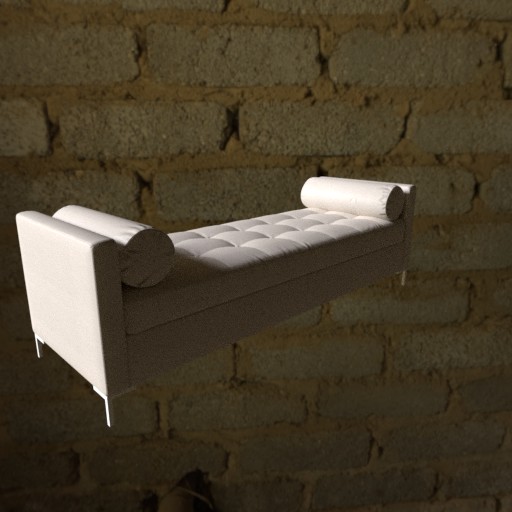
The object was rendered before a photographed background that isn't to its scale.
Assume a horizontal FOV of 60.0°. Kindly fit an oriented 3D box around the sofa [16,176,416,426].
[{"bbox_3d":[0.000,0.000,2.246,1.981,0.635,0.686,-15,22,-42],"label":"sofa"}]
